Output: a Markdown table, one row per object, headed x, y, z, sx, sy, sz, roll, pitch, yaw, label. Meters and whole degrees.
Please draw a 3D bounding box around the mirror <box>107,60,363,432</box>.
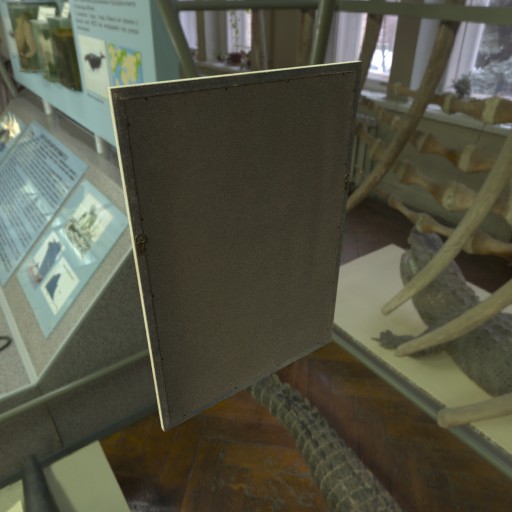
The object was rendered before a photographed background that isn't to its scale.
| x | y | z | sx | sy | sz | roll | pitch | yaw | label |
| --- | --- | --- | --- | --- | --- | --- | --- | --- | --- |
| 0.000 | 0.000 | 1.287 | 0.705 | 0.996 | 0.025 | -20 | 36 | -30 | mirror |
